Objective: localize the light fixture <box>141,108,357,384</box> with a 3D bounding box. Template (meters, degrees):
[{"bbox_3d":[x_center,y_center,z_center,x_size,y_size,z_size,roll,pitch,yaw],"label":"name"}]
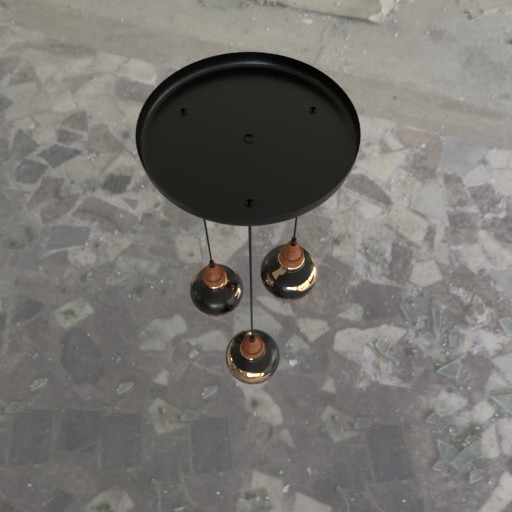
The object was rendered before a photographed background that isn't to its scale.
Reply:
[{"bbox_3d":[0.000,0.000,1.728,0.605,1.410,0.608,-32,66,-16],"label":"light fixture"}]
